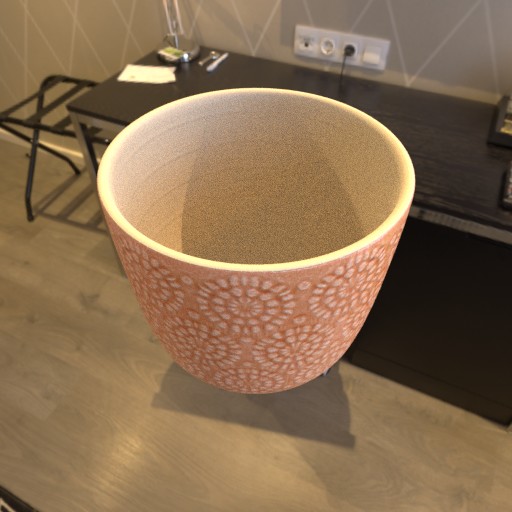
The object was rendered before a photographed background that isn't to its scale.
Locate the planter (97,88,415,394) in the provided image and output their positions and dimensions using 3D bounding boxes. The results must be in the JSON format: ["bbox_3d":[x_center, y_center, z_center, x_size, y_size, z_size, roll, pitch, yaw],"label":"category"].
[{"bbox_3d":[0.000,0.000,0.364,0.208,0.190,0.208,0,46,0],"label":"planter"}]
